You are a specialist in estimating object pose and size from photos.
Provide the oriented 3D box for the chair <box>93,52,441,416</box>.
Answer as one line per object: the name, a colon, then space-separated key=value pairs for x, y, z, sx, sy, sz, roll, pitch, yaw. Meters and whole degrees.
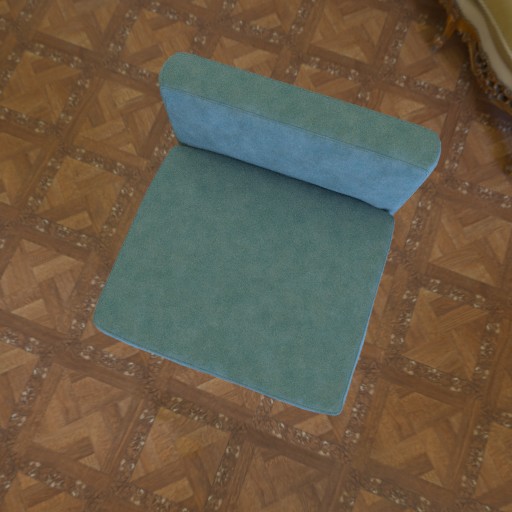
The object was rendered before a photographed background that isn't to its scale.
chair: x=0.000 y=0.000 z=1.240 sx=0.684 sy=0.660 sz=0.685 roll=19 pitch=77 yaw=5
